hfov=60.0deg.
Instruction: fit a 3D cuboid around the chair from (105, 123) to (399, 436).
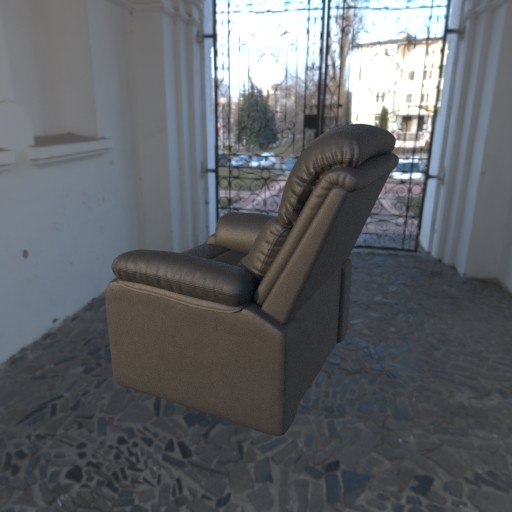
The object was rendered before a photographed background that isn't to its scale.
[{"bbox_3d":[0.000,0.000,1.721,0.919,0.992,0.855,8,19,24],"label":"chair"}]
